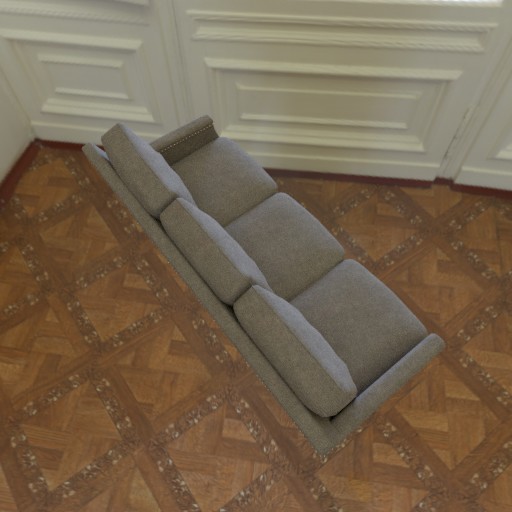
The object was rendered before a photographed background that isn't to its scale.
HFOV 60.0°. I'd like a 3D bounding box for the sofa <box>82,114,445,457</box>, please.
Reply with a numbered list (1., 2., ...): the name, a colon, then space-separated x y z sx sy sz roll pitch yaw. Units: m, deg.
1. sofa: 0.000 0.000 2.760 1.034 1.042 2.226 -34 64 -18
